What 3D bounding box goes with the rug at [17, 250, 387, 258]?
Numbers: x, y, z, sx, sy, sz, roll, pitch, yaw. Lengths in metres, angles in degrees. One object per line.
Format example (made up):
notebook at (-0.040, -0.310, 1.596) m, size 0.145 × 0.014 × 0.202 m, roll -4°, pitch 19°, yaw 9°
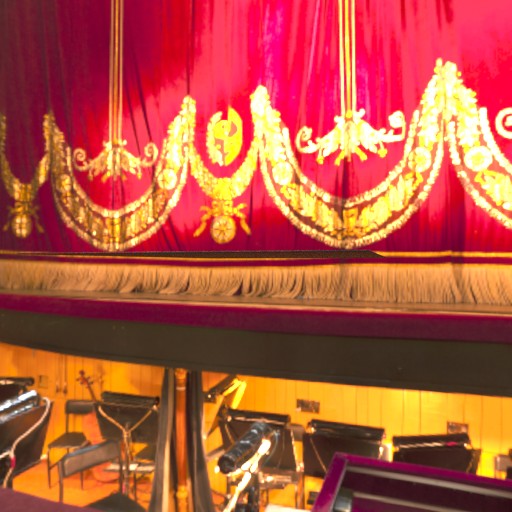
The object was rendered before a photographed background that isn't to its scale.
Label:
rug at (0.000, 0.000, 3.650) m, size 2.007 × 0.013 × 2.896 m, roll 0°, pitch -1°, yaw 18°
